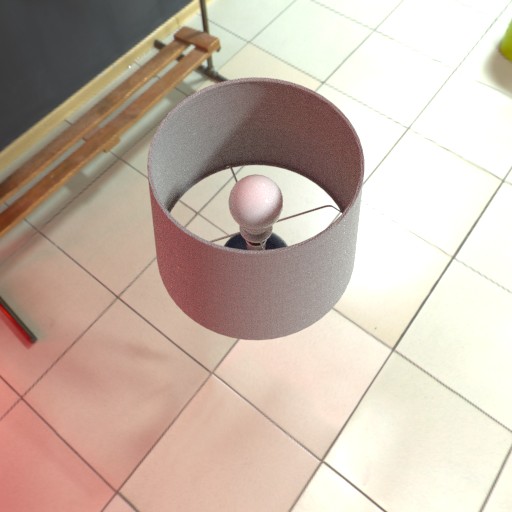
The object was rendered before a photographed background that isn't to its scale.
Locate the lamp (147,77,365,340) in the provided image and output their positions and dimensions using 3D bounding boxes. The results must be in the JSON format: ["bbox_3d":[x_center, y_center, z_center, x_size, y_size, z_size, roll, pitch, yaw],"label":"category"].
[{"bbox_3d":[0.000,0.000,0.601,0.253,0.428,0.253,0,65,0],"label":"lamp"}]
